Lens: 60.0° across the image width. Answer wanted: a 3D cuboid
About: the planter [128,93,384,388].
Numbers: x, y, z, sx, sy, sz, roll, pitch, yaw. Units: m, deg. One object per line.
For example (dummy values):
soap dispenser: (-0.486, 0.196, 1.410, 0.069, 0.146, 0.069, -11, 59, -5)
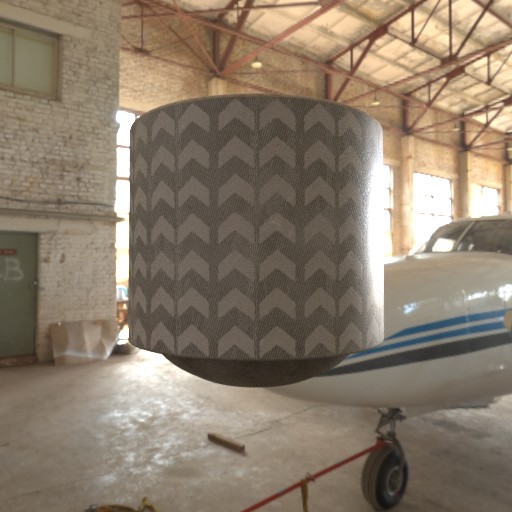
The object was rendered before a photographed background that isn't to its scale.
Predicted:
planter: (0.000, 0.000, 0.344, 0.190, 0.181, 0.190, 0, -1, 0)
